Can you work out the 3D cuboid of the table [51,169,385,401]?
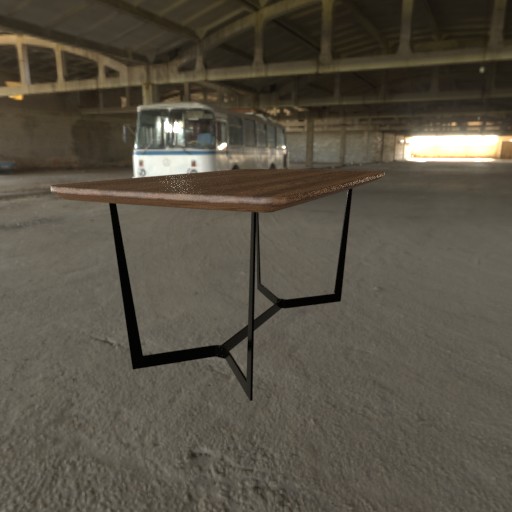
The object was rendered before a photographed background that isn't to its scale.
[{"bbox_3d":[0.000,0.000,2.176,0.949,0.765,1.643,6,15,25],"label":"table"}]
